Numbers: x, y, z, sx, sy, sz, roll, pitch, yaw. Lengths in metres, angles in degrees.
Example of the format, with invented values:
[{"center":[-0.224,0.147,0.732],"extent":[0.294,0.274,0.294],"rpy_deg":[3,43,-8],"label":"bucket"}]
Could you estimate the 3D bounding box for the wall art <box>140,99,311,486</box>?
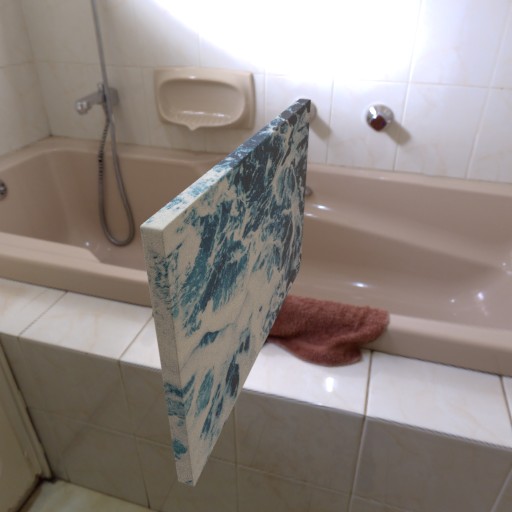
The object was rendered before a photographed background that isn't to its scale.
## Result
[{"center":[0.000,0.000,1.149],"extent":[0.042,0.610,0.915],"rpy_deg":[10,32,16],"label":"wall art"}]
